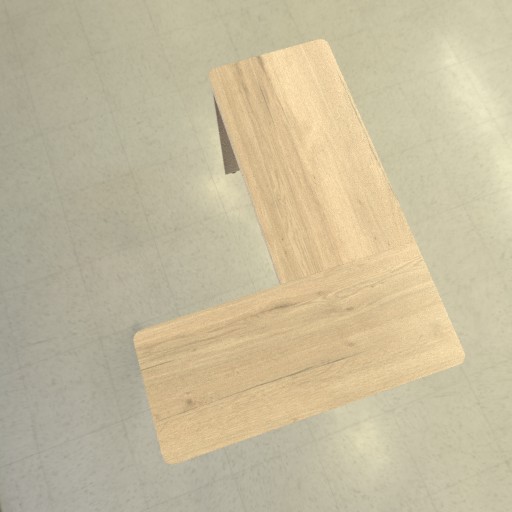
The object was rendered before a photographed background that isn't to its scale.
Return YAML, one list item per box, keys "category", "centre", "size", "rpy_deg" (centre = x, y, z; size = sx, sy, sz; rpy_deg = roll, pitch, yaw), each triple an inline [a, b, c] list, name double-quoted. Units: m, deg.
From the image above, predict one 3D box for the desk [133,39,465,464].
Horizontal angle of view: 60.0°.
- category: "desk"
  centre: [0.000, 0.000, 1.747]
  size: [0.900, 0.760, 1.169]
  rpy_deg: [-18, 76, -5]
